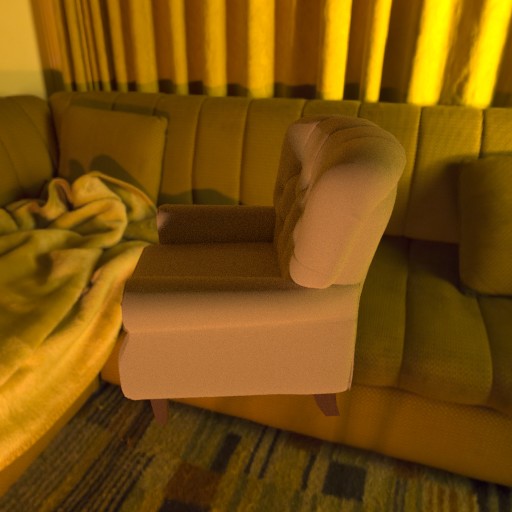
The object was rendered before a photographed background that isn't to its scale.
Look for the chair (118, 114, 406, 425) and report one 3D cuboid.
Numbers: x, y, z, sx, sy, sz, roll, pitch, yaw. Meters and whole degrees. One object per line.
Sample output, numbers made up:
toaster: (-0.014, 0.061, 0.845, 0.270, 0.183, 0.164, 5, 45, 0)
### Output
chair: (0.000, 0.000, 2.010, 1.132, 1.169, 1.035, -1, 26, -3)
